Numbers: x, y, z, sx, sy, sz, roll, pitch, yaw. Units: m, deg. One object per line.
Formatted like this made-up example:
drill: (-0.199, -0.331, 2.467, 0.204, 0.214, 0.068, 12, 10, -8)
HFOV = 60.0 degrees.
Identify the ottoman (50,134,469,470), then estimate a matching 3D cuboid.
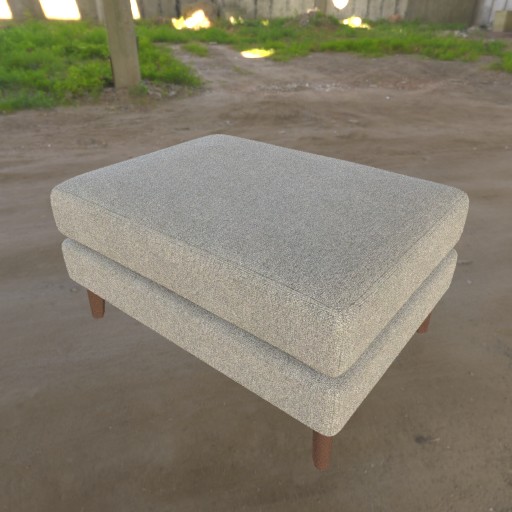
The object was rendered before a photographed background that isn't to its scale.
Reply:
ottoman: (0.000, 0.000, 1.130, 0.821, 0.441, 0.611, 22, 37, 33)
